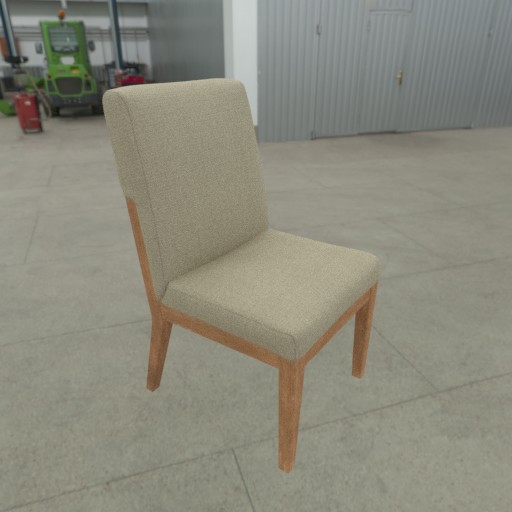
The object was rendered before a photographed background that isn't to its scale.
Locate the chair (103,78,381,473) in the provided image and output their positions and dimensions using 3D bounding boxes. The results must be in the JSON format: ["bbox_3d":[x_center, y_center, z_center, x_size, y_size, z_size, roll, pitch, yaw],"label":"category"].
[{"bbox_3d":[0.000,0.000,1.269,0.586,0.911,0.507,17,30,32],"label":"chair"}]
